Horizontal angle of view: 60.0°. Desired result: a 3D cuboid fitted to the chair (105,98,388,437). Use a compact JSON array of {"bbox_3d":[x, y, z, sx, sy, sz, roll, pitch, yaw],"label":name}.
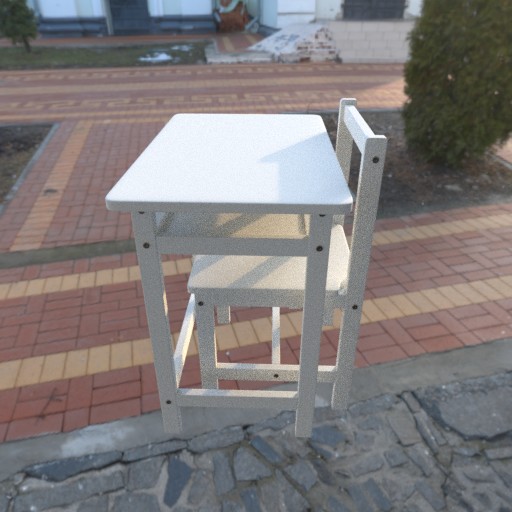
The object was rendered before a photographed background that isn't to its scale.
[{"bbox_3d":[0.000,0.000,1.077,0.461,0.673,0.599,1,30,2],"label":"chair"}]
